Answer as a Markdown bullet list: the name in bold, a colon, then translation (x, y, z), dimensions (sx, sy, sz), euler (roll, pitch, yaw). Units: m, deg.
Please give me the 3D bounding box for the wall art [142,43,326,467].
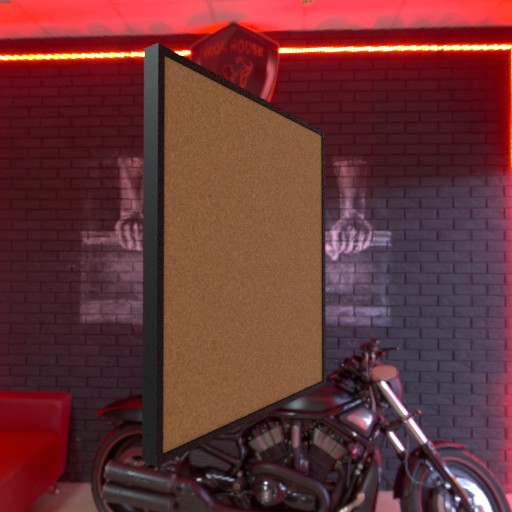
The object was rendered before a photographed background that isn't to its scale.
- **wall art**: translation (0.000, 0.000, 0.538), dimensions (0.019, 0.381, 0.330), euler (-1, -1, 36)
